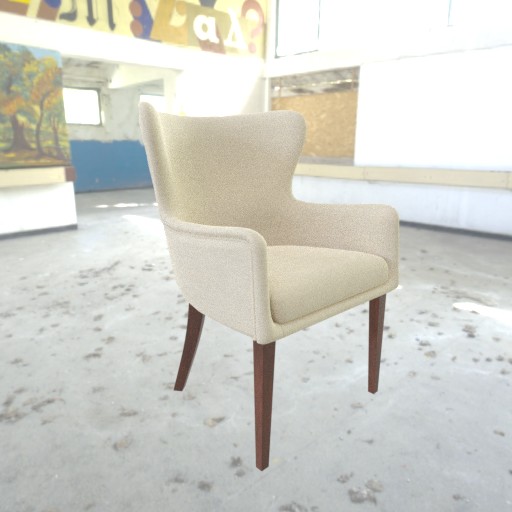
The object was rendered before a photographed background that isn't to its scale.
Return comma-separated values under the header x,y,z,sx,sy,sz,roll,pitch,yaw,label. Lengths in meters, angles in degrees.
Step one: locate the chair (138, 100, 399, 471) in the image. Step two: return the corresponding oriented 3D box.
x,y,z,sx,sy,sz,roll,pitch,yaw,label
0.000,0.000,1.517,0.696,0.990,0.744,-13,20,-42,chair
